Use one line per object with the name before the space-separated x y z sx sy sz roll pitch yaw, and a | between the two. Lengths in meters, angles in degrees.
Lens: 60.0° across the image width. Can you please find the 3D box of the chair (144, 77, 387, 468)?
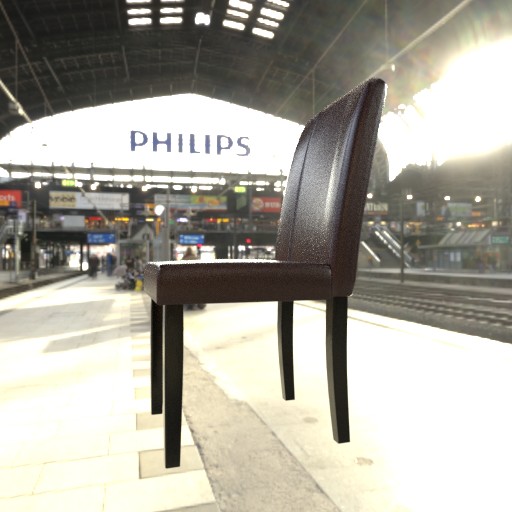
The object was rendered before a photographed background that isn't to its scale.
chair | 0.000 0.000 1.184 0.556 0.897 0.399 0 0 -18
